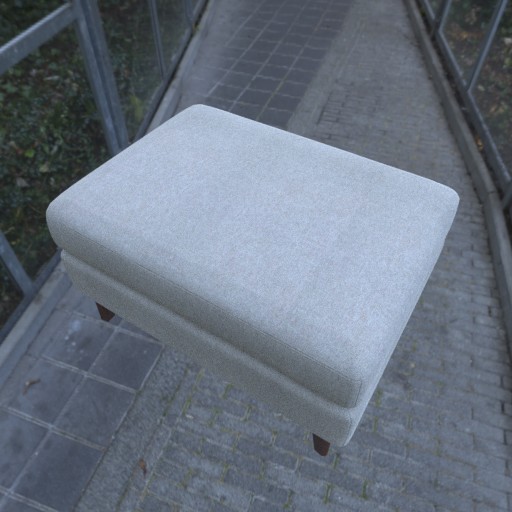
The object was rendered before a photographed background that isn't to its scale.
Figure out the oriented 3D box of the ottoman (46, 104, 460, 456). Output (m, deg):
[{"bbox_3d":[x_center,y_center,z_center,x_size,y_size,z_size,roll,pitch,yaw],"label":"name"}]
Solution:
[{"bbox_3d":[0.000,0.000,1.181,0.823,0.478,0.610,25,52,21],"label":"ottoman"}]
